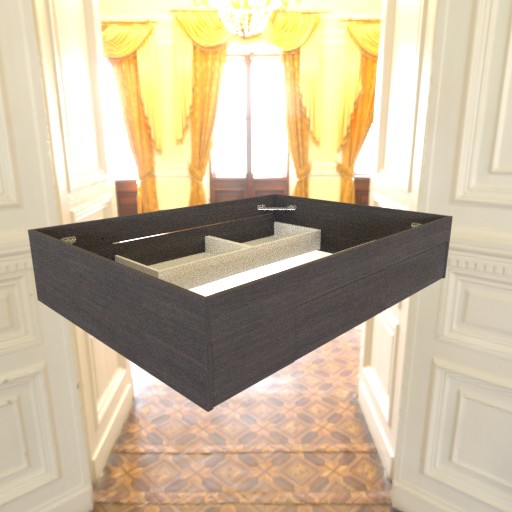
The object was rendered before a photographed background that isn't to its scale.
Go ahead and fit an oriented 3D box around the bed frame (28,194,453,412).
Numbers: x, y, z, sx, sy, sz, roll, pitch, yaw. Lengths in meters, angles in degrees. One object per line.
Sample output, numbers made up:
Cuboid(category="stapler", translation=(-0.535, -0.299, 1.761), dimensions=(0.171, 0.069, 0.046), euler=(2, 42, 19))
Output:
Cuboid(category="bed frame", translation=(0.000, 0.000, 2.563), dimensions=(1.448, 0.459, 1.944), euler=(15, 21, 42))
